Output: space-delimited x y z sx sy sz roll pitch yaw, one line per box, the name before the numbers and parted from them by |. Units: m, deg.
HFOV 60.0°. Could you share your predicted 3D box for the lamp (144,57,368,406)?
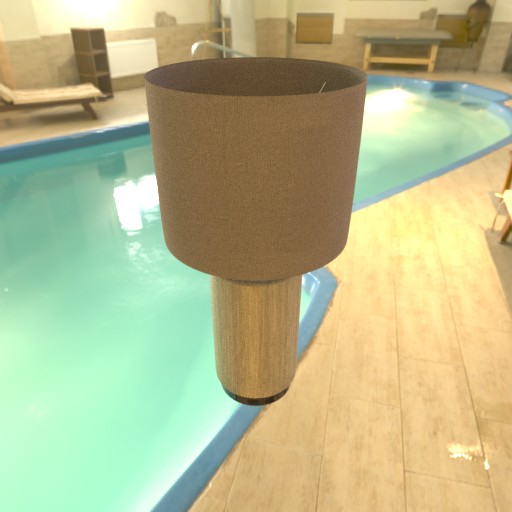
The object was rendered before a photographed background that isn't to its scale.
lamp | 0.000 0.000 0.574 0.228 0.444 0.228 10 33 16
